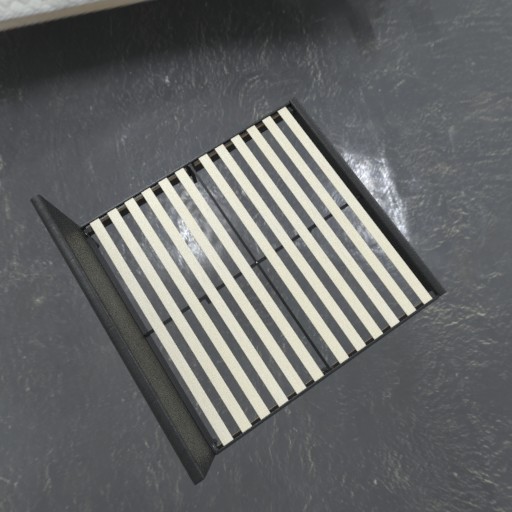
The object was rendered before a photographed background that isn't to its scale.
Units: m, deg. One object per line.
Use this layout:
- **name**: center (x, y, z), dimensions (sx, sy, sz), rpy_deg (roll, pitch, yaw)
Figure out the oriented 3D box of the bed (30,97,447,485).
- **bed**: center (0.000, 0.000, 3.281), dimensions (2.152, 1.046, 2.018), rpy_deg (-33, 78, -8)
